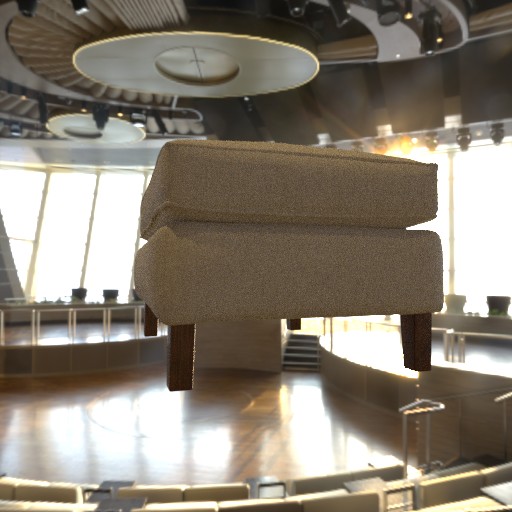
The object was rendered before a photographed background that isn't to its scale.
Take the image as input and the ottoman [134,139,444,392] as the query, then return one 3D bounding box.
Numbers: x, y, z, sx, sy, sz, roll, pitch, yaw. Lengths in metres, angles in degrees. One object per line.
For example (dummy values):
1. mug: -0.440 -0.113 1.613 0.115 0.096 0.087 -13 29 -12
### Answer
1. ottoman: 0.000 0.000 0.967 0.501 0.406 0.665 1 -2 -17
